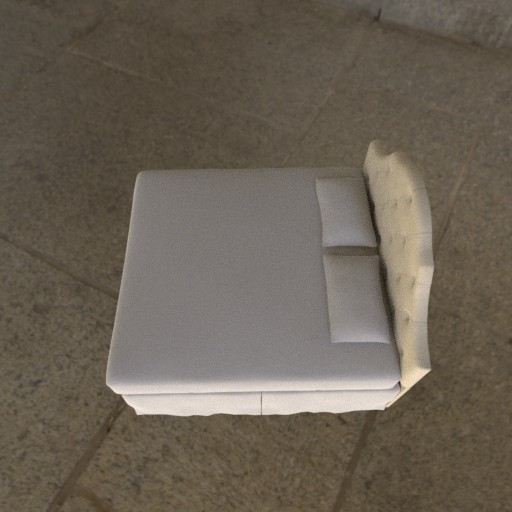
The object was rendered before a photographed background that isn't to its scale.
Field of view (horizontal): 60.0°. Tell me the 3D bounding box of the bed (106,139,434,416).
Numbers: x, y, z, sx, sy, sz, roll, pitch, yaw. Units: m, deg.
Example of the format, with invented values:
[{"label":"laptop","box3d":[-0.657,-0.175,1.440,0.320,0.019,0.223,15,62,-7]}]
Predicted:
[{"label":"bed","box3d":[0.000,0.000,3.362,2.086,1.555,2.012,-1,59,-1]}]
